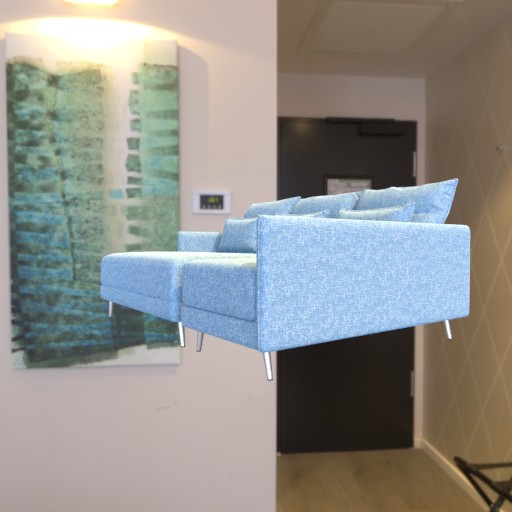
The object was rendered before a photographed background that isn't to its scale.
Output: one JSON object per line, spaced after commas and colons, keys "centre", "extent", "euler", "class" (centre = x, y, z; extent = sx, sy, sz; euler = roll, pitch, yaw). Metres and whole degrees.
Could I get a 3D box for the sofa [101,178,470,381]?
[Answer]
{"centre": [0.000, 0.000, 2.817], "extent": [1.420, 0.899, 2.034], "euler": [-1, 2, -36], "class": "sofa"}
